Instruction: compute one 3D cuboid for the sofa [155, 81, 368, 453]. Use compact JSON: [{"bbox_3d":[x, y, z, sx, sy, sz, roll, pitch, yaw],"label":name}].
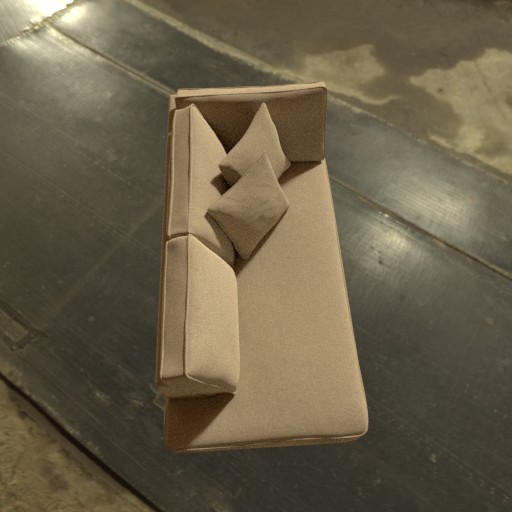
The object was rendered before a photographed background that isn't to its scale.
[{"bbox_3d":[0.000,0.000,2.822,1.110,1.033,2.237,-3,63,-1],"label":"sofa"}]
